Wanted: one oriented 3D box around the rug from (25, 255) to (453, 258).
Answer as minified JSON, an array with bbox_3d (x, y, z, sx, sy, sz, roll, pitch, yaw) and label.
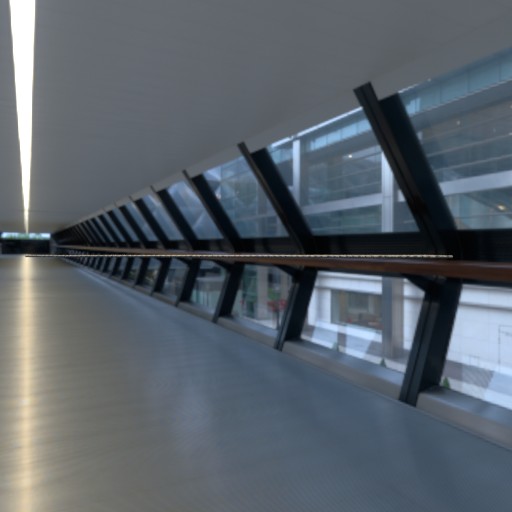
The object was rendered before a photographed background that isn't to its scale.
[{"bbox_3d":[0.000,0.000,4.260,3.207,0.014,2.439,0,0,17],"label":"rug"}]
